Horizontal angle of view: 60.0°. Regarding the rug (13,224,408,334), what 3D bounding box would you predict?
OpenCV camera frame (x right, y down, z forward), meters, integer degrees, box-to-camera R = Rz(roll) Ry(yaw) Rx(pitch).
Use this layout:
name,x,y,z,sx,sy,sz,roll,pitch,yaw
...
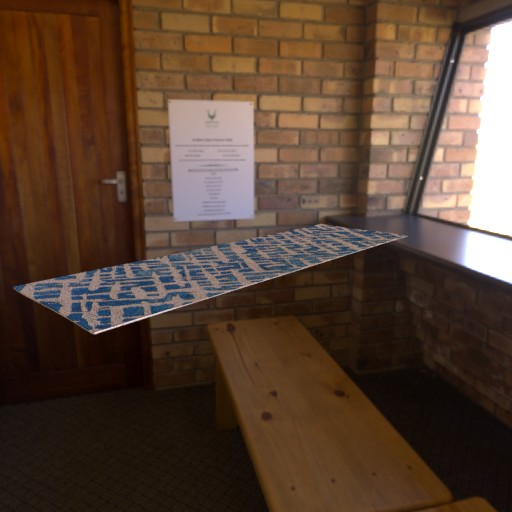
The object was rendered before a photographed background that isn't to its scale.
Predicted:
name,x,y,z,sx,sy,sz,roll,pitch,yaw
rug,0.000,0.000,2.650,0.768,0.011,2.446,12,18,42
